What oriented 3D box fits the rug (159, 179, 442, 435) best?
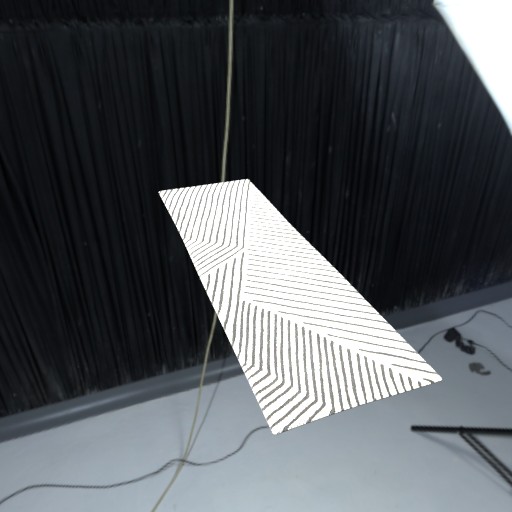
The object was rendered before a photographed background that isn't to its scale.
[{"bbox_3d":[0.000,0.000,2.730,0.773,0.020,2.439,-11,33,-17],"label":"rug"}]
